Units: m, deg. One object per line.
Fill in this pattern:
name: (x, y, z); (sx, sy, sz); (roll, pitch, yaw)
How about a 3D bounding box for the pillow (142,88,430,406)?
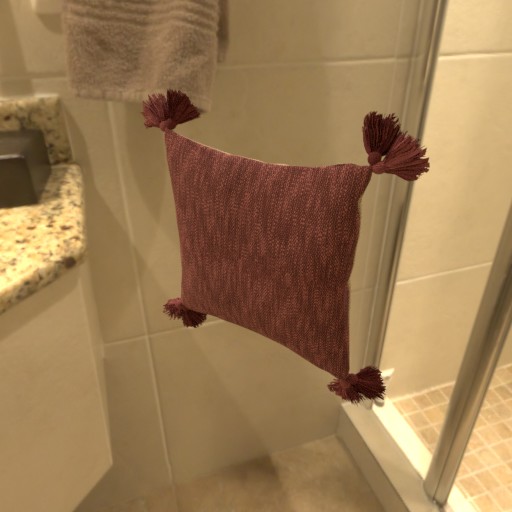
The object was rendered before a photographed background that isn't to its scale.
pillow: (0.000, 0.000, 0.968); (0.641, 0.659, 0.138); (18, 35, 29)
